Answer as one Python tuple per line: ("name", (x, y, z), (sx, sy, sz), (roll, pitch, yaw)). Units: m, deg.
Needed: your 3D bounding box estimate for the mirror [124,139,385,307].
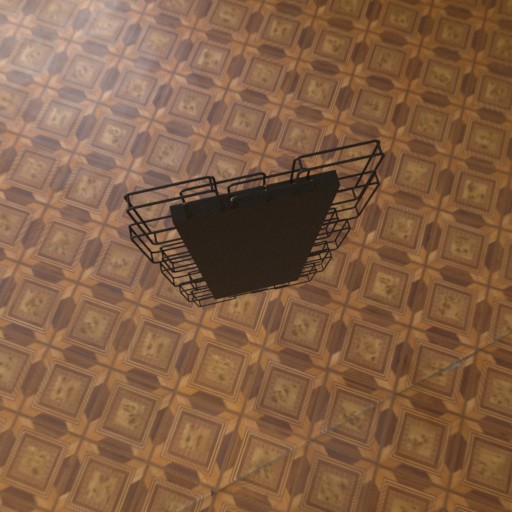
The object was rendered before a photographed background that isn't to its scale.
("mirror", (0.000, 0.000, 1.398), (0.565, 1.192, 0.037), (-13, 75, -3))
